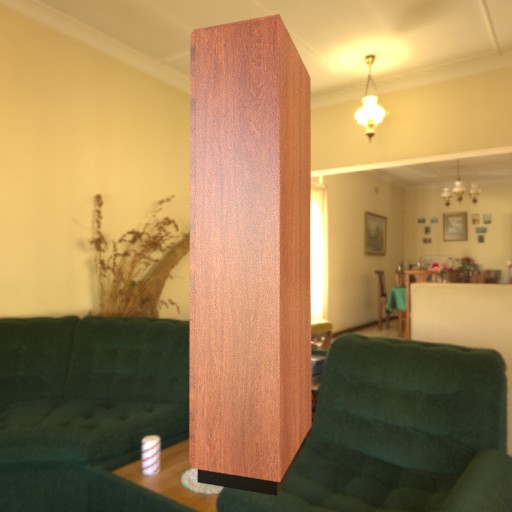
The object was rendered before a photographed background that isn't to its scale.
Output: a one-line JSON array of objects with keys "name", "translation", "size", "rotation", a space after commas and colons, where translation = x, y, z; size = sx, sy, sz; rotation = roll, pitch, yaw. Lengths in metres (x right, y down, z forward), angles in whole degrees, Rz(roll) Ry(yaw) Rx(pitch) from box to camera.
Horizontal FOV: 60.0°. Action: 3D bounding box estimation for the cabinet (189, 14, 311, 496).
[{"name": "cabinet", "translation": [0.000, 0.000, 2.186], "size": [0.420, 1.980, 0.660], "rotation": [0, -1, 18]}]
